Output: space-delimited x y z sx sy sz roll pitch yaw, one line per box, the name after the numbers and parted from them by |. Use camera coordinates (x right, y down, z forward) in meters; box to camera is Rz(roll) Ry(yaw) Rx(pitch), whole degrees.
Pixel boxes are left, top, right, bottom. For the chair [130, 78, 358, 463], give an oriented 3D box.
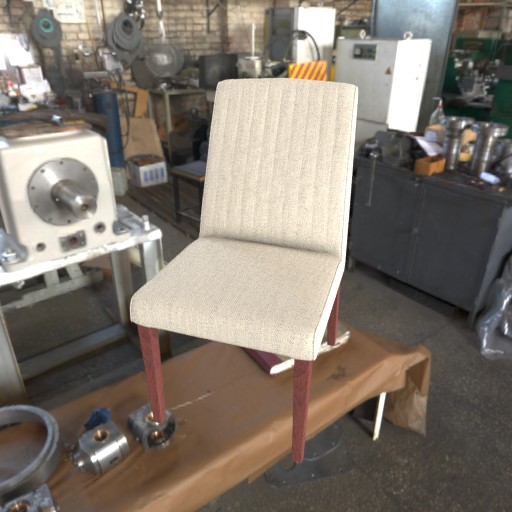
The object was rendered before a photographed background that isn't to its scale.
0.000 0.000 1.265 0.480 0.900 0.594 9 28 17 | chair
